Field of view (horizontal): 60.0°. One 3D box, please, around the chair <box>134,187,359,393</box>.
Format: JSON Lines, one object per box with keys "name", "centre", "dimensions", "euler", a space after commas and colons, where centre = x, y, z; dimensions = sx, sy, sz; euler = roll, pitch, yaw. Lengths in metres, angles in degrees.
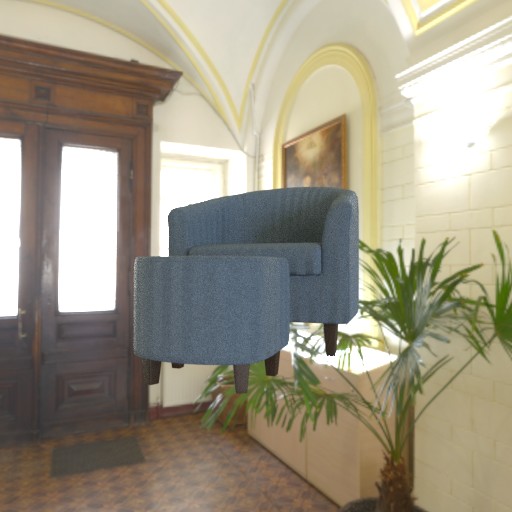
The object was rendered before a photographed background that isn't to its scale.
{"name": "chair", "centre": [0.000, 0.000, 1.752], "dimensions": [0.756, 0.757, 1.288], "euler": [0, -1, 18]}
